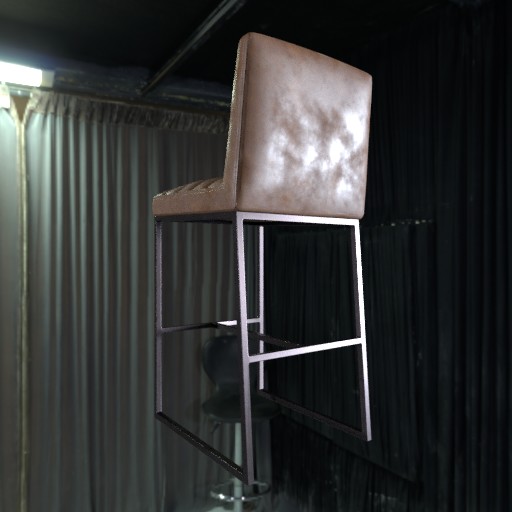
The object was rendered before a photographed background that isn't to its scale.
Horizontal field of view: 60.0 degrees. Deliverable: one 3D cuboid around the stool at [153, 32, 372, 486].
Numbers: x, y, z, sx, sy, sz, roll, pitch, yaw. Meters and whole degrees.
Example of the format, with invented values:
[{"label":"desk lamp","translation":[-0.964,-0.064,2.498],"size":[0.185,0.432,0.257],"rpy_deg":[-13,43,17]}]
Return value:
[{"label":"stool","translation":[0.000,0.000,1.370],"size":[0.463,1.065,0.562],"rpy_deg":[0,0,-36]}]
